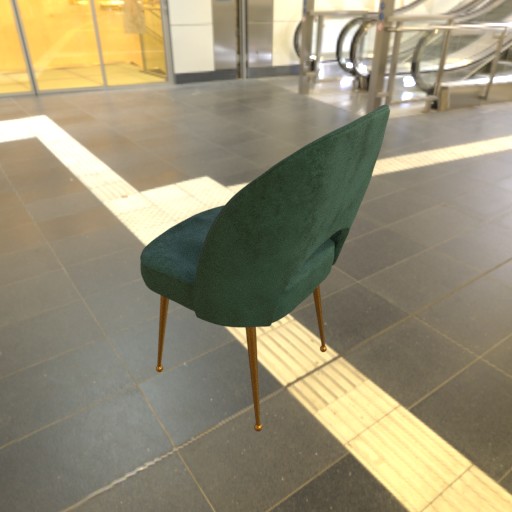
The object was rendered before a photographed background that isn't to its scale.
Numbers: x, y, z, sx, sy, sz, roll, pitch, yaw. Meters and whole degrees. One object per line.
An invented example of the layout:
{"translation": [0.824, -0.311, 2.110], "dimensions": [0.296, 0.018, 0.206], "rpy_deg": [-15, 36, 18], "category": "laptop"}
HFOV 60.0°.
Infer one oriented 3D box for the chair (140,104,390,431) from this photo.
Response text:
{"translation": [0.000, 0.000, 1.240], "dimensions": [0.577, 0.860, 0.527], "rpy_deg": [20, 36, 30], "category": "chair"}
